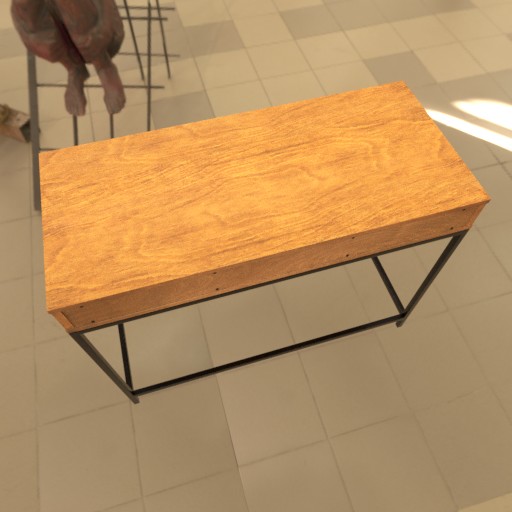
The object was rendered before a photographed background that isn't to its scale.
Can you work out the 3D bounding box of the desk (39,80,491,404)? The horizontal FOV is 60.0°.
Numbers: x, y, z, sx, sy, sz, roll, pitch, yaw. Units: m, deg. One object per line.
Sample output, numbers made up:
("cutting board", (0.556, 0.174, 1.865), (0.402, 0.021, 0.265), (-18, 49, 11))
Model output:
("desk", (0.000, 0.000, 1.409), (1.016, 0.762, 0.470), (-14, 59, -9))
